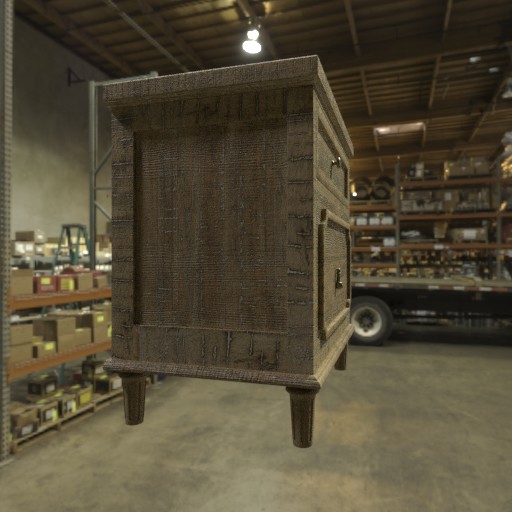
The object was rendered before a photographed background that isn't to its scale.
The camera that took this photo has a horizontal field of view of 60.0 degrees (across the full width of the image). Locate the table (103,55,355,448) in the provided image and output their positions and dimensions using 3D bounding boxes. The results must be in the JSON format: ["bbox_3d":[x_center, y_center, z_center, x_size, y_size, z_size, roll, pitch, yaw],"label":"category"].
[{"bbox_3d":[0.000,0.000,1.174,0.457,0.711,0.686,0,0,18],"label":"table"}]
